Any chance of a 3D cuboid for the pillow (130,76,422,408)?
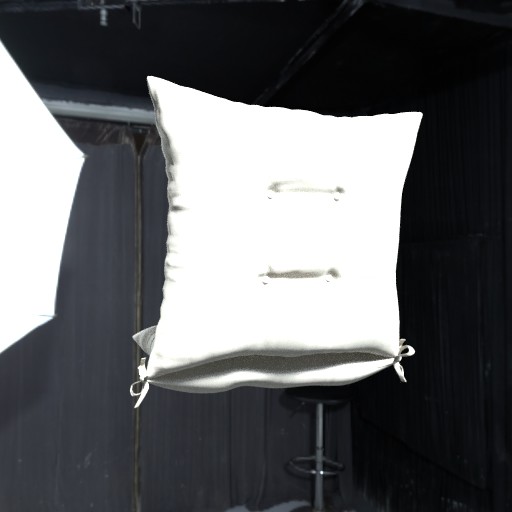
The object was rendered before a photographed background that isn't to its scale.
[{"bbox_3d":[0.000,0.000,0.980,0.541,0.536,0.585,0,-1,-18],"label":"pillow"}]
